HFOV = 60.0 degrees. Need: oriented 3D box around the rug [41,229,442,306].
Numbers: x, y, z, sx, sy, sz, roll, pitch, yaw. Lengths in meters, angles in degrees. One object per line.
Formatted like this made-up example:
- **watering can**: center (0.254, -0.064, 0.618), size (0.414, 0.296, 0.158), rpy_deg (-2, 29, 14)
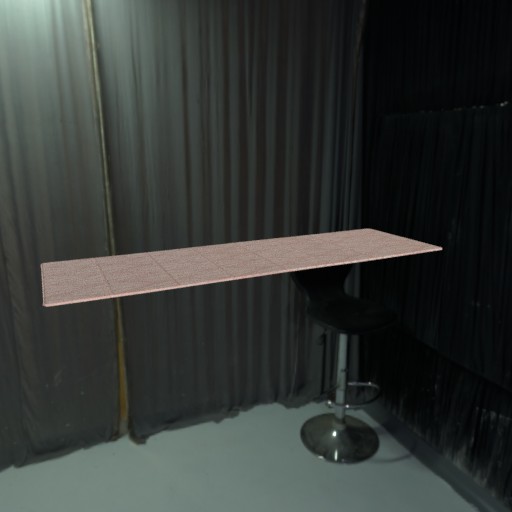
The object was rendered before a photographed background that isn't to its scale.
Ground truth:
- **rug**: center (0.000, 0.000, 2.780), size (2.435, 0.015, 0.760), rpy_deg (-7, 16, -25)
